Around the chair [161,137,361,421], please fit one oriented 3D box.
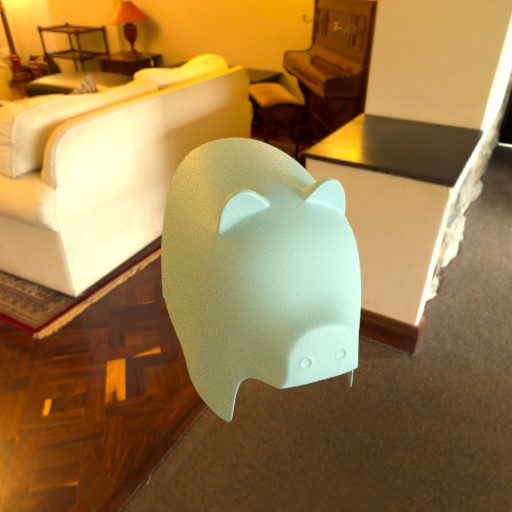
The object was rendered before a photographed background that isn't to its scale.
[{"bbox_3d":[0.000,0.000,0.886,0.364,0.423,0.619,-10,34,-16],"label":"chair"}]
